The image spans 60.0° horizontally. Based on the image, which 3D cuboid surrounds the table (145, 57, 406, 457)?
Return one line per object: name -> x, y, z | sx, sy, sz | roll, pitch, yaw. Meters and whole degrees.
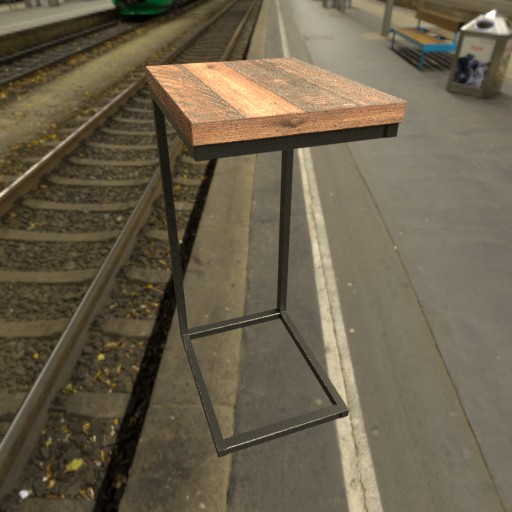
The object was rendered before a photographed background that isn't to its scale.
table -> 0.000, 0.000, 0.959 | 0.323, 0.718, 0.414 | -11, 34, -16
